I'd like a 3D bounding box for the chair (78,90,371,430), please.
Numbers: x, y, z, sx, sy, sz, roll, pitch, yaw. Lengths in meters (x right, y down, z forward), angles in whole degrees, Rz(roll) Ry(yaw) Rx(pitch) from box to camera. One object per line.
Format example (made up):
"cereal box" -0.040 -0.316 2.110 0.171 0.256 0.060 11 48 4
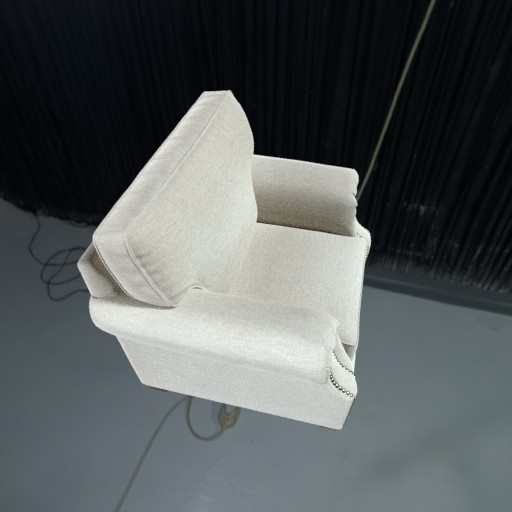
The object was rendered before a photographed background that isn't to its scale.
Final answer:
"chair" 0.000 0.000 1.849 0.965 0.961 1.092 10 46 10
